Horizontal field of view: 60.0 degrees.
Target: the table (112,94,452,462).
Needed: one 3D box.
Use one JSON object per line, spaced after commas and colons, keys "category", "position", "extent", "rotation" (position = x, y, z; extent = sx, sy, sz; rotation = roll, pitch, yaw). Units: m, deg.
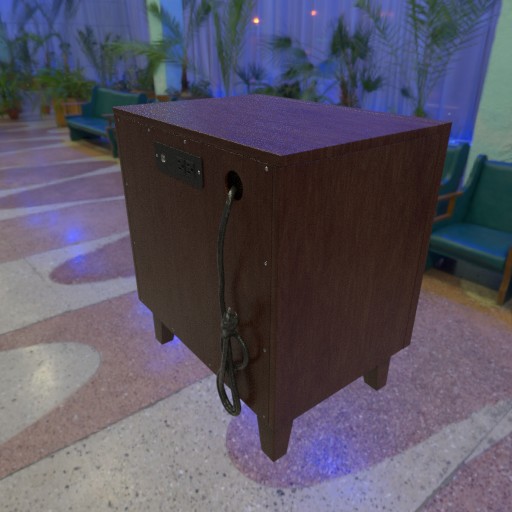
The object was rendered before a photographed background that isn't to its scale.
{"category": "table", "position": [0.000, 0.000, 0.993], "extent": [0.449, 0.609, 0.557], "rotation": [-19, 32, -33]}
